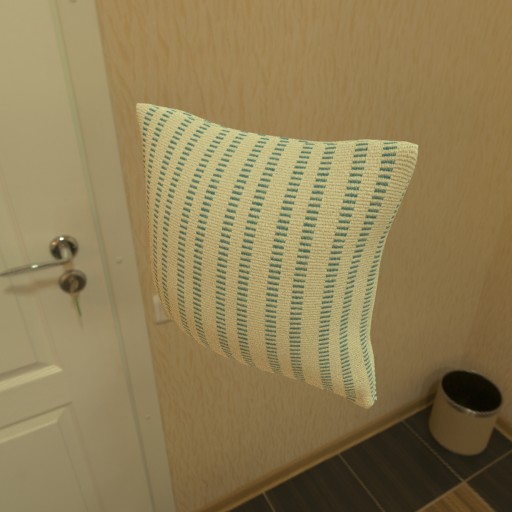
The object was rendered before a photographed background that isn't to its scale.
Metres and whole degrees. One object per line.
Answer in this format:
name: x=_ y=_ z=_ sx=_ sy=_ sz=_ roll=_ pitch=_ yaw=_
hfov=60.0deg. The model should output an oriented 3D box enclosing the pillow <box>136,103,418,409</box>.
pillow: x=0.000 y=0.000 z=0.691 sx=0.438 sy=0.419 sz=0.247 roll=18 pitch=35 yaw=28
